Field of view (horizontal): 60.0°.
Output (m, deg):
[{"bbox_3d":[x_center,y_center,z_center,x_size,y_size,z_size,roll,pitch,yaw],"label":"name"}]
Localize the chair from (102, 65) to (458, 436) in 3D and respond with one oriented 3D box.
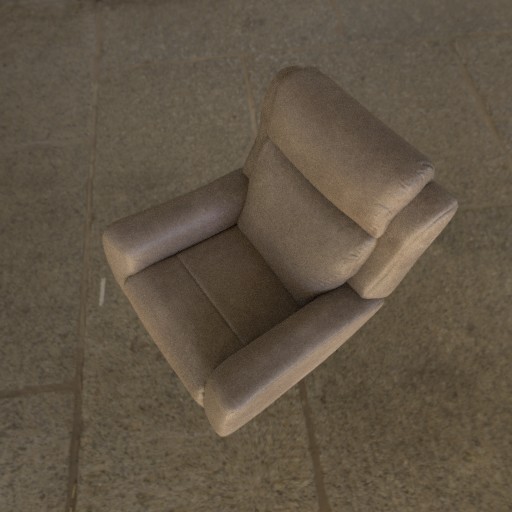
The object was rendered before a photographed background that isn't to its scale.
[{"bbox_3d":[0.000,0.000,1.869,1.068,1.116,0.967,-33,67,-16],"label":"chair"}]
